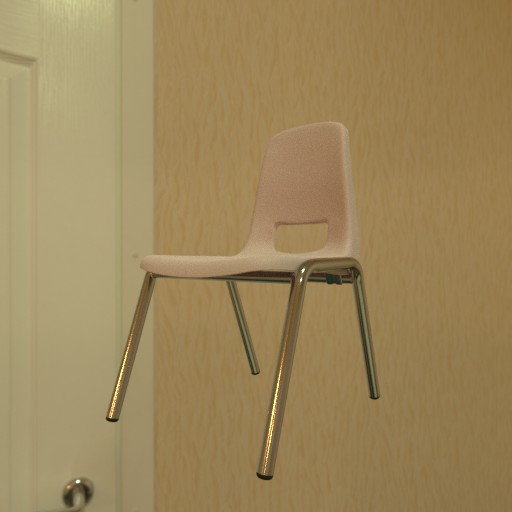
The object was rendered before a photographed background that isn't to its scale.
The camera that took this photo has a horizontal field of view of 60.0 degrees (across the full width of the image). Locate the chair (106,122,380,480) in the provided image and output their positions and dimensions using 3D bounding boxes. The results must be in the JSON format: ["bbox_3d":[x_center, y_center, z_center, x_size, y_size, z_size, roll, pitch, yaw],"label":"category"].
[{"bbox_3d":[0.000,0.000,0.841,0.354,0.586,0.423,0,0,37],"label":"chair"}]
